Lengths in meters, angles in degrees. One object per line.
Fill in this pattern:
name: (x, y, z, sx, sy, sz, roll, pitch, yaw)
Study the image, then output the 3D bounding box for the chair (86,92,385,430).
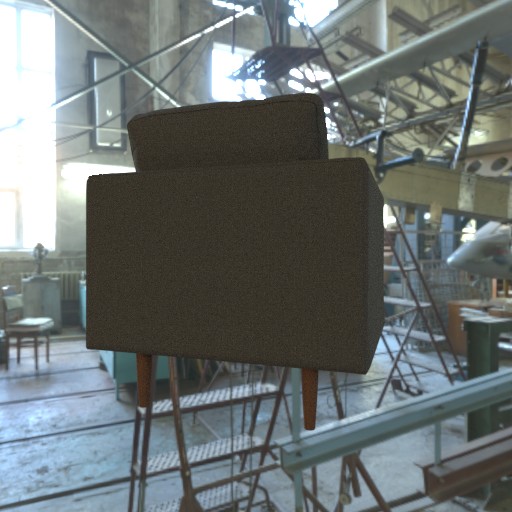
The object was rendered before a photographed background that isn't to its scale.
chair: (0.000, 0.000, 1.581, 0.854, 0.927, 0.800, 0, 1, 19)
